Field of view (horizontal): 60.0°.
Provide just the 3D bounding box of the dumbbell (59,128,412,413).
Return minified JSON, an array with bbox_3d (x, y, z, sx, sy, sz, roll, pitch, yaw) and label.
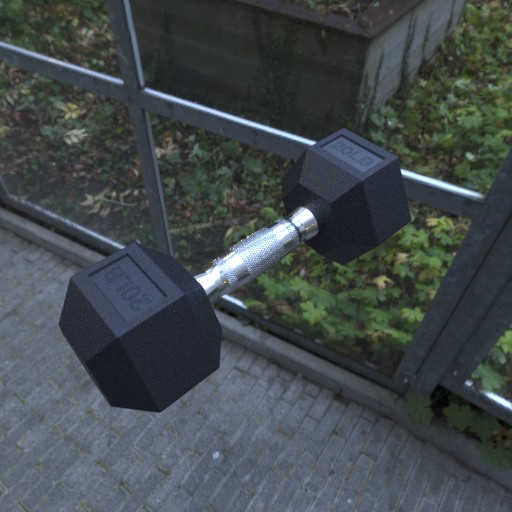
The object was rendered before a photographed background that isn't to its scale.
[{"bbox_3d":[0.000,0.000,0.325,0.272,0.092,0.106,-33,56,-26],"label":"dumbbell"}]
